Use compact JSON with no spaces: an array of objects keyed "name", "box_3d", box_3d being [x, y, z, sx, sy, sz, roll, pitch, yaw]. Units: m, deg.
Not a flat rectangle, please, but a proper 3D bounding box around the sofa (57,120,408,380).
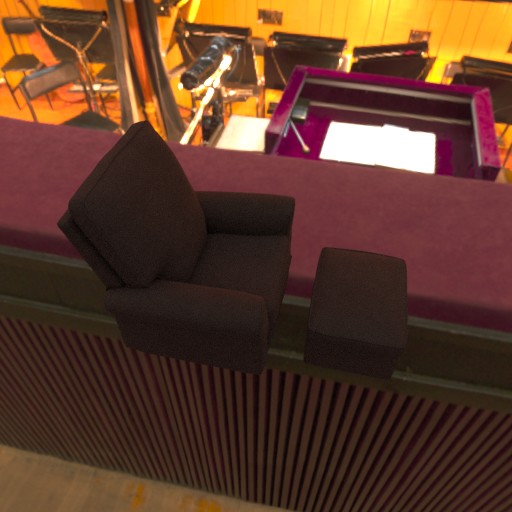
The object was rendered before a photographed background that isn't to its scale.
[{"name":"sofa","box_3d":[0.000,0.000,2.120,1.478,0.959,0.880,9,47,9]}]
